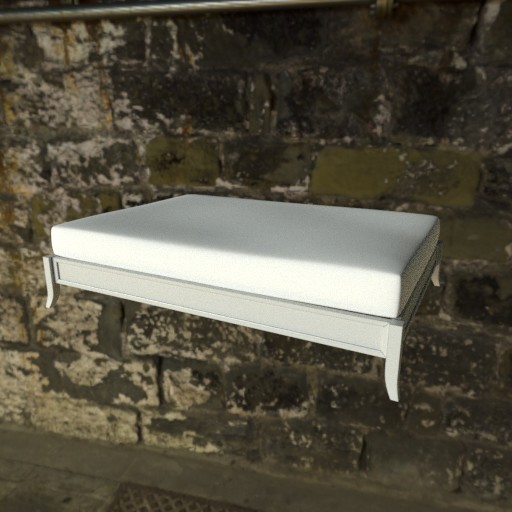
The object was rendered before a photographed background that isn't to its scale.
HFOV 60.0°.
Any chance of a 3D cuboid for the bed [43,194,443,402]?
[{"bbox_3d":[0.000,0.000,2.673,1.985,0.510,1.460,8,18,26],"label":"bed"}]
